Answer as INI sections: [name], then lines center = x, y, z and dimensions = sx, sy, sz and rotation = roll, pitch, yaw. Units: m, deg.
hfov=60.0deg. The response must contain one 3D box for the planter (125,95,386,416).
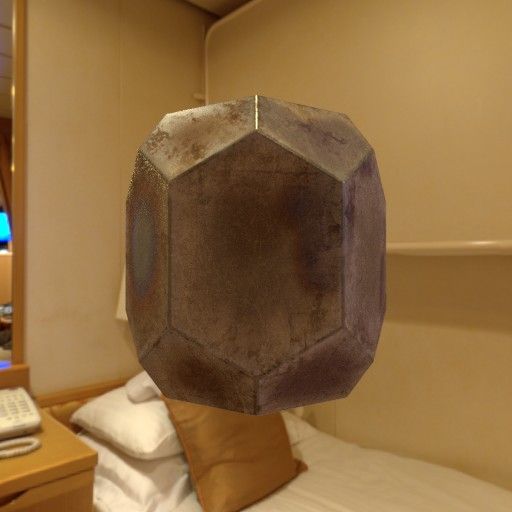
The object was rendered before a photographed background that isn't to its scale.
[planter]
center = 0.000, 0.000, 0.414
dimensions = 0.243, 0.238, 0.221
rotation = 0, -1, 0
